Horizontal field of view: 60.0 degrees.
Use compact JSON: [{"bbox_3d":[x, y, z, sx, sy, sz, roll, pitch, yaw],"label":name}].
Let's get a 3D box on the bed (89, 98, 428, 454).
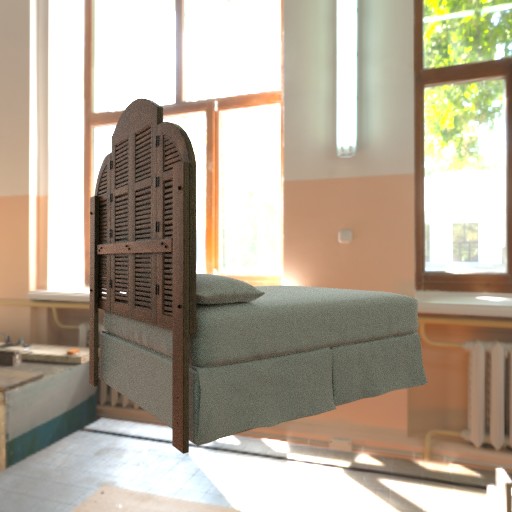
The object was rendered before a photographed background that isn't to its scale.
[{"bbox_3d":[0.000,0.000,3.522,2.138,2.019,1.713,0,-1,-37],"label":"bed"}]
